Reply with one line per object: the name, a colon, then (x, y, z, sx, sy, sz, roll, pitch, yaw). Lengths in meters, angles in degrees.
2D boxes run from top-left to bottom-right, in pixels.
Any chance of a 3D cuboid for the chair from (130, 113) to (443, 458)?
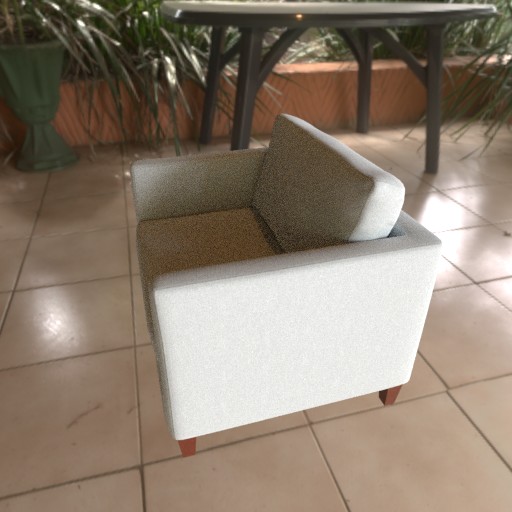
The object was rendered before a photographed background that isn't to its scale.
chair: (0.000, 0.000, 1.857, 0.953, 0.961, 1.107, -9, 33, -14)
